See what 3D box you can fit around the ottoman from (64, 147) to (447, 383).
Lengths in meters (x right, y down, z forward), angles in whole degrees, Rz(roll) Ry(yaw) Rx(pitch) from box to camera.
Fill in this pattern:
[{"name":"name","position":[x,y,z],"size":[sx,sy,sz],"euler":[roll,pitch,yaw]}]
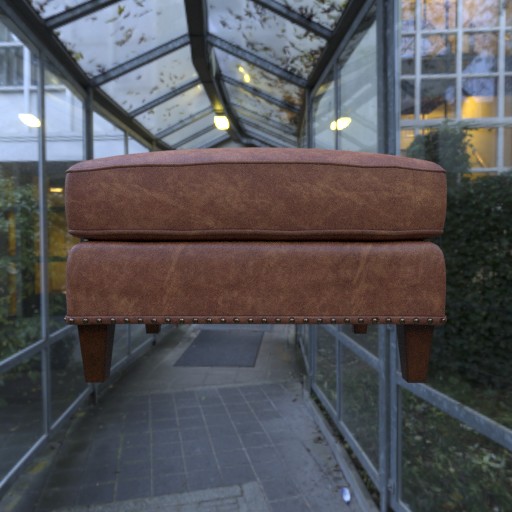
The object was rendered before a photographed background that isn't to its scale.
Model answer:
[{"name":"ottoman","position":[0.000,0.000,1.122],"size":[0.742,0.486,0.586],"euler":[0,2,0]}]
